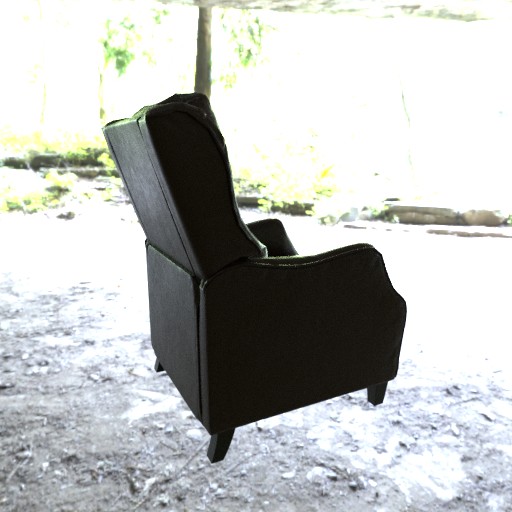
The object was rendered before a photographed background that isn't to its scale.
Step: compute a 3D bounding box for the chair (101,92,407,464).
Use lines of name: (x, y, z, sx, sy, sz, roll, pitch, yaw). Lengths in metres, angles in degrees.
chair: (0.000, 0.000, 1.732, 0.982, 1.132, 0.770, -7, 15, -26)
